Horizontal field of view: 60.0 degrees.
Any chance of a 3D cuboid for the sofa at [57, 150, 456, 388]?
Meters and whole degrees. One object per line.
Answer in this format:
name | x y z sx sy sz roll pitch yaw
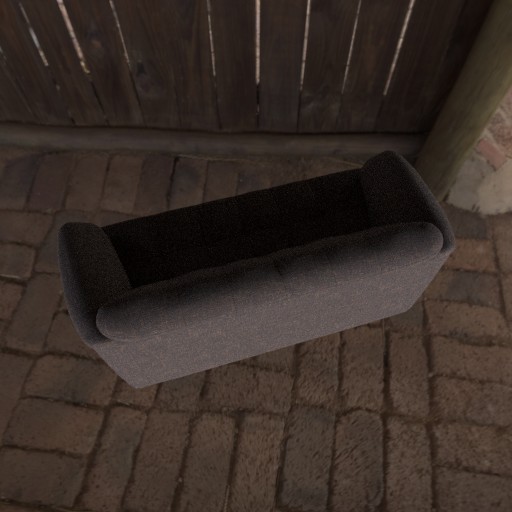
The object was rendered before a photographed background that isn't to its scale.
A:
sofa | 0.000 0.000 2.294 1.849 0.790 0.887 -14 59 -9
